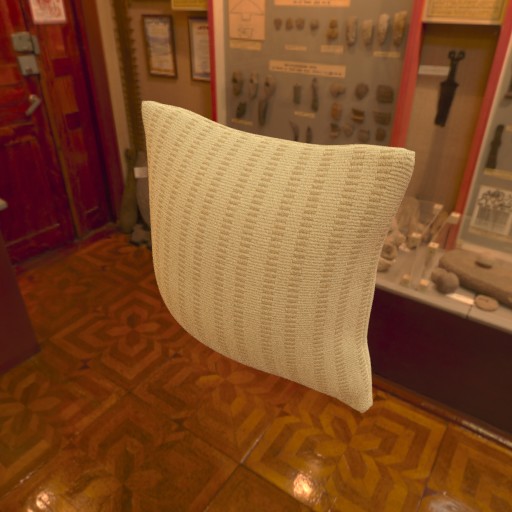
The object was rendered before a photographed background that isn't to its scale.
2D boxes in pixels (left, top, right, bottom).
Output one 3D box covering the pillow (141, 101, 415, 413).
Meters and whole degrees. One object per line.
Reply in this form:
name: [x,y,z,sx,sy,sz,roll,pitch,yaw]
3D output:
pillow: [0.000,0.000,0.692,0.438,0.419,0.247,21,37,30]
